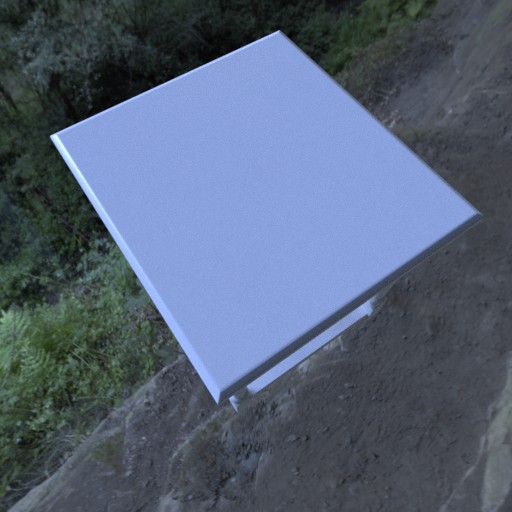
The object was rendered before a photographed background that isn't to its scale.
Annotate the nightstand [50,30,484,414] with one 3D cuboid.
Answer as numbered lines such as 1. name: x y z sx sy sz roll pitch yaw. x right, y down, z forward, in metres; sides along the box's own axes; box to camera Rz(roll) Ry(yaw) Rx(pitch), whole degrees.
1. nightstand: 0.000 0.000 0.920 0.459 0.555 0.505 -32 67 -15
